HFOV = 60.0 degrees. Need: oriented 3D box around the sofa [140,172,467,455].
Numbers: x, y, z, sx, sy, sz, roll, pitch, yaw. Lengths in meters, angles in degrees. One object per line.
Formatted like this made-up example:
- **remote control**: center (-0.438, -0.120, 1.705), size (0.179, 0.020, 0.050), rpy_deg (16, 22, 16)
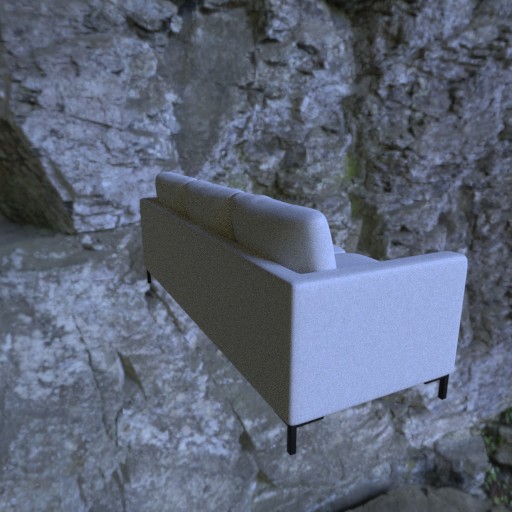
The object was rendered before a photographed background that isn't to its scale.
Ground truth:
- **sofa**: center (0.000, 0.000, 2.613), size (0.859, 0.874, 2.218), rpy_deg (-8, 17, -26)
